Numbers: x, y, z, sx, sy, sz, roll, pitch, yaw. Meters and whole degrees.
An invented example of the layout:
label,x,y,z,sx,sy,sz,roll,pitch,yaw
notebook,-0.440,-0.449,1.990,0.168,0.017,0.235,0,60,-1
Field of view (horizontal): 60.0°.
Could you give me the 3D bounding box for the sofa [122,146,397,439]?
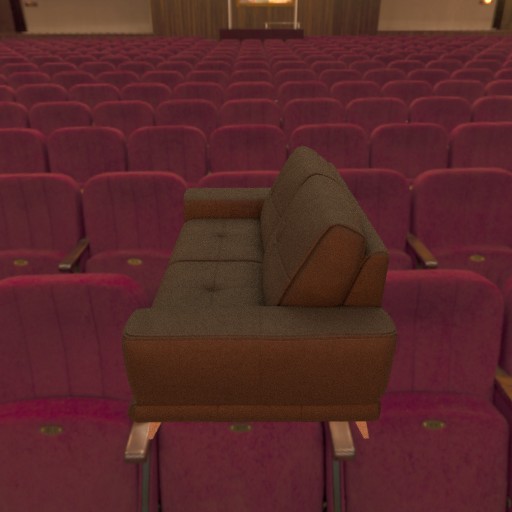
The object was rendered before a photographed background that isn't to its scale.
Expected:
label,x,y,z,sx,sy,sz,roll,pitch,yaw
sofa,0.000,0.000,2.391,1.018,0.907,1.806,0,26,0
